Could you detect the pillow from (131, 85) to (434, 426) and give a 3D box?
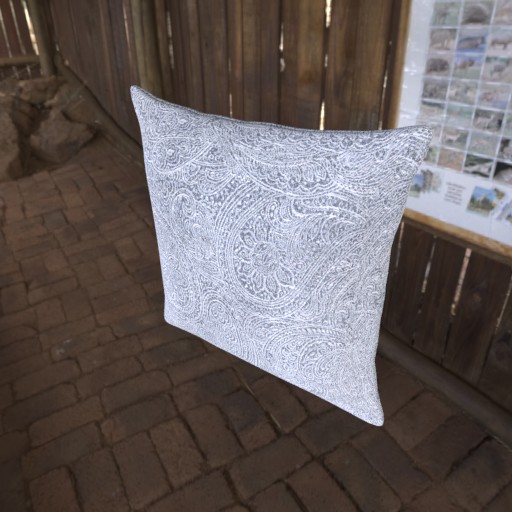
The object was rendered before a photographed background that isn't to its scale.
[{"bbox_3d":[0.000,0.000,0.762,0.523,0.510,0.166,19,35,30],"label":"pillow"}]
